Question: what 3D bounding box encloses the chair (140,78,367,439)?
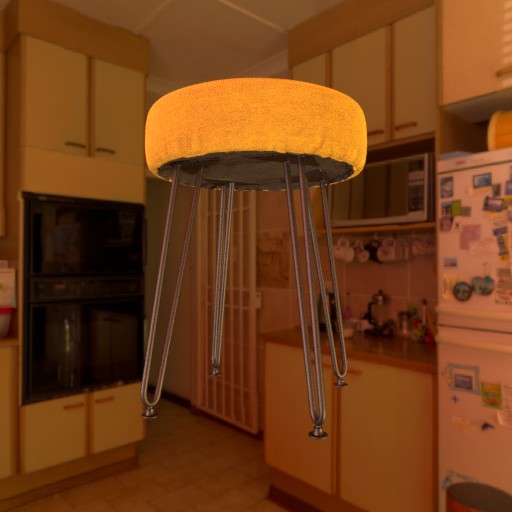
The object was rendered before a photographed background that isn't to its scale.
[{"bbox_3d":[0.000,0.000,0.708,0.345,0.455,0.345,0,-1,18],"label":"chair"}]
